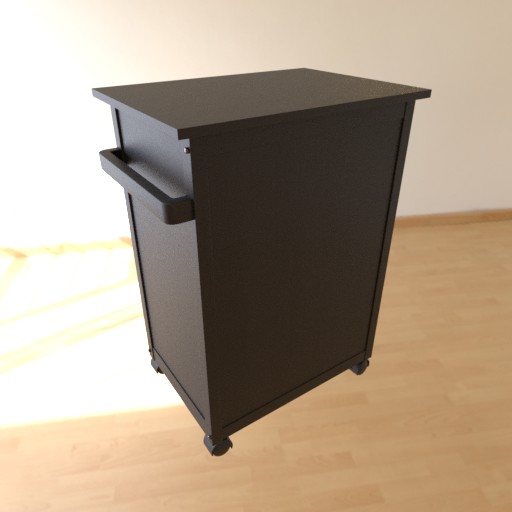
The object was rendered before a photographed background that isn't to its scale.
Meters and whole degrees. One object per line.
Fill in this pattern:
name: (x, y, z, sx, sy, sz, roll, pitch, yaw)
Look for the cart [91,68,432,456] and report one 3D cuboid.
cart: (0.000, 0.000, 1.232, 0.660, 0.879, 0.456, -19, 35, -29)
